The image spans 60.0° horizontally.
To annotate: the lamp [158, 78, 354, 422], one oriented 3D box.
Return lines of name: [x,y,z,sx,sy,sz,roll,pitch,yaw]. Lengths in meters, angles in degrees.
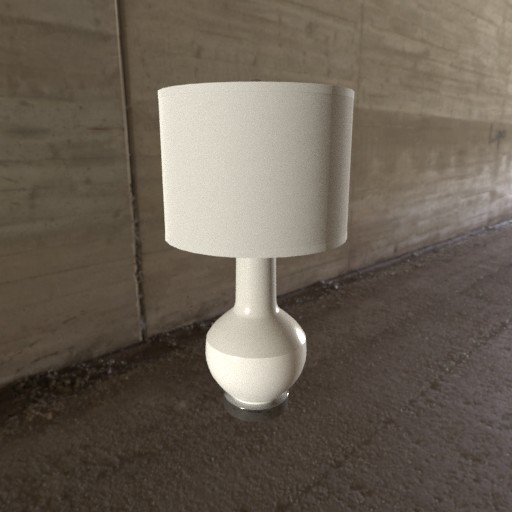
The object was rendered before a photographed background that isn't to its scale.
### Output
lamp: [0.000,0.000,0.898,0.357,0.673,0.357,2,15,9]
